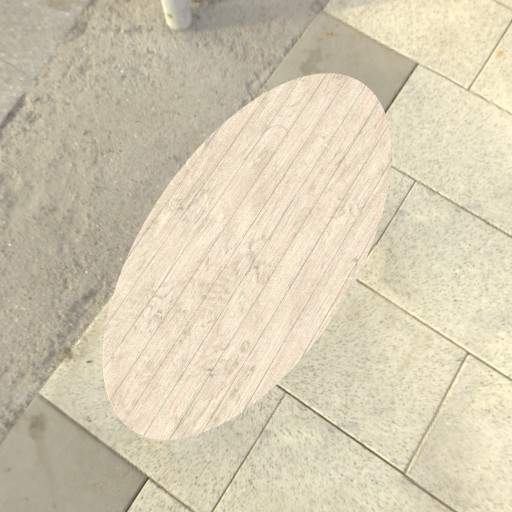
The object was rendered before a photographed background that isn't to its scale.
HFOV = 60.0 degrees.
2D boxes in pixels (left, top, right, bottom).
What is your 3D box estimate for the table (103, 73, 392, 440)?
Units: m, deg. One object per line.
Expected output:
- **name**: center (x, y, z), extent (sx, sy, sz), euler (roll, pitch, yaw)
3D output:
- **table**: center (0.000, 0.000, 1.318), extent (0.542, 0.390, 1.083), euler (31, 78, 8)
